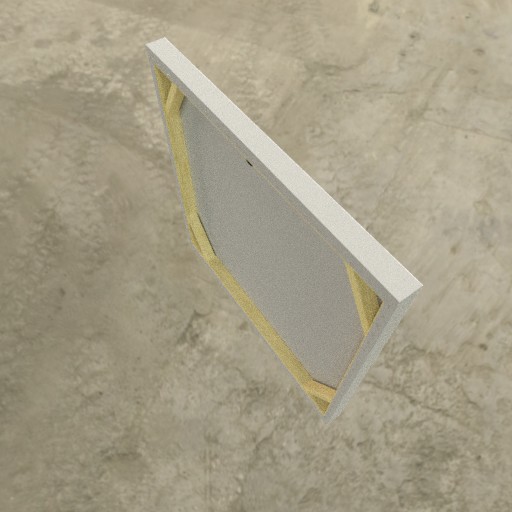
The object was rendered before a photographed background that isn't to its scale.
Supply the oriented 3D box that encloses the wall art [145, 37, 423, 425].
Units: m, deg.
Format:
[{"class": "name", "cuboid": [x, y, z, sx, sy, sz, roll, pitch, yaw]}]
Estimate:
[{"class": "wall art", "cuboid": [0.000, 0.000, 0.892, 0.038, 0.610, 0.610, -31, 62, -18]}]
